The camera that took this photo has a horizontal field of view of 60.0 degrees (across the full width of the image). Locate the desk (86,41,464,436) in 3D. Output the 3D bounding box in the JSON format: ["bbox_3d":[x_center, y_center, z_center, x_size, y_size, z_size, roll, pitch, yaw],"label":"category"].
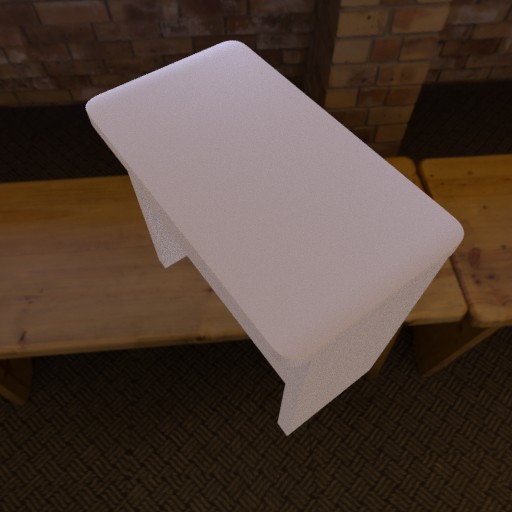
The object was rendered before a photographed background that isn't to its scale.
[{"bbox_3d":[0.000,0.000,1.264,0.446,0.760,0.790,-32,63,-18],"label":"desk"}]
